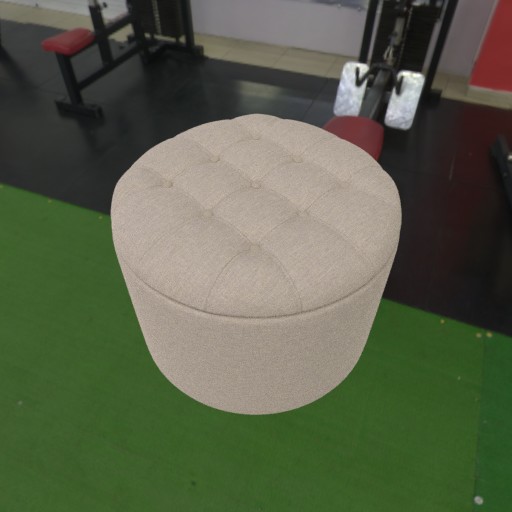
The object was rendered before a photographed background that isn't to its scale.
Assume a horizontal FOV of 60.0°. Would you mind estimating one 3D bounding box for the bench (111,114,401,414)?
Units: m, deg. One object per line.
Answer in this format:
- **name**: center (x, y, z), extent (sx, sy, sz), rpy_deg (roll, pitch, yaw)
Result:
- **bench**: center (0.000, 0.000, 1.050), extent (0.600, 0.454, 0.600), rpy_deg (0, 46, 0)
